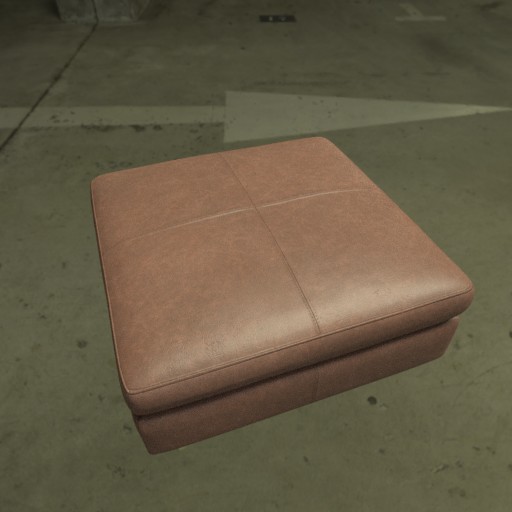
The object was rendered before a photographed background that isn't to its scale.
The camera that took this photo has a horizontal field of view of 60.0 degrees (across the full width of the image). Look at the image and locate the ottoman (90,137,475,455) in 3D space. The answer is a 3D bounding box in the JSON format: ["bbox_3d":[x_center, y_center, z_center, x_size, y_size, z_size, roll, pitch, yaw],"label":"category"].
[{"bbox_3d":[0.000,0.000,1.791,1.168,0.490,1.168,-14,44,-15],"label":"ottoman"}]
